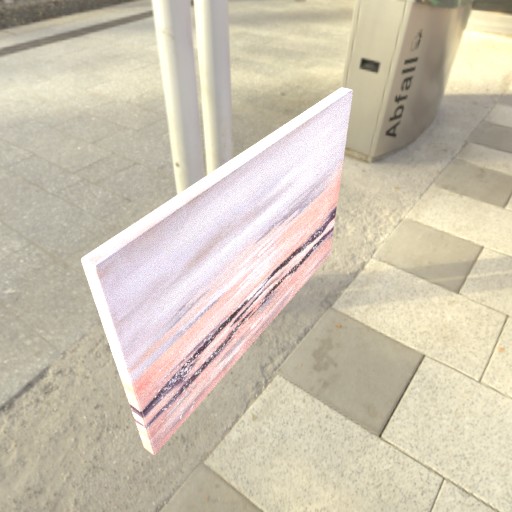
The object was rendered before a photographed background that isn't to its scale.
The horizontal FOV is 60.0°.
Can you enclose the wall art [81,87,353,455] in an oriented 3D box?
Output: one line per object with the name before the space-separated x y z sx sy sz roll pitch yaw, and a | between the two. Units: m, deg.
wall art | 0.000 0.000 1.166 0.038 0.609 0.913 24 46 26
